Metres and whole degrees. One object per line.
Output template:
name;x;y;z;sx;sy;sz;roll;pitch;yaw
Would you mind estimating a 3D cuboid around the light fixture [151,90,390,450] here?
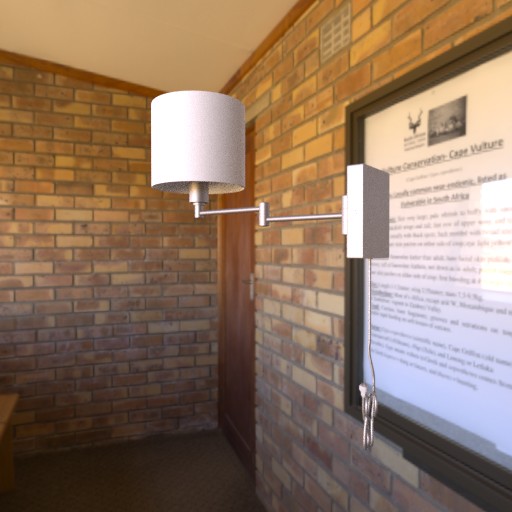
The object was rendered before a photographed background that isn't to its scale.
light fixture;0.000;0.000;0.883;0.516;0.651;0.203;0;1;37
